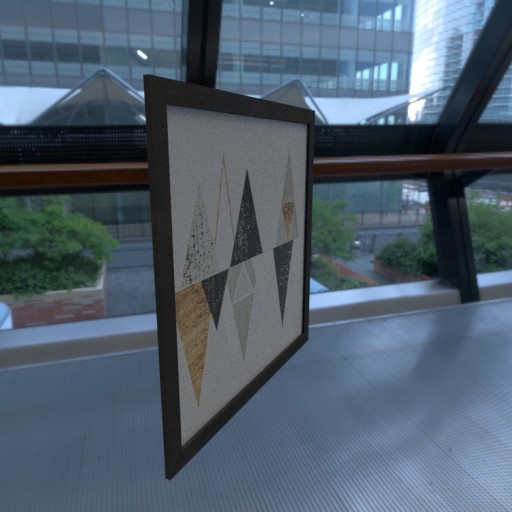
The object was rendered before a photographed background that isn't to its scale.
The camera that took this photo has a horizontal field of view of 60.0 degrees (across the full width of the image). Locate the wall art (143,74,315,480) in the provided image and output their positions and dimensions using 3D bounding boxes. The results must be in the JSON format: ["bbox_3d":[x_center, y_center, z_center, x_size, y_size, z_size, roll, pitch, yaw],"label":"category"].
[{"bbox_3d":[0.000,0.000,1.221,0.013,0.823,0.823,7,15,27],"label":"wall art"}]
